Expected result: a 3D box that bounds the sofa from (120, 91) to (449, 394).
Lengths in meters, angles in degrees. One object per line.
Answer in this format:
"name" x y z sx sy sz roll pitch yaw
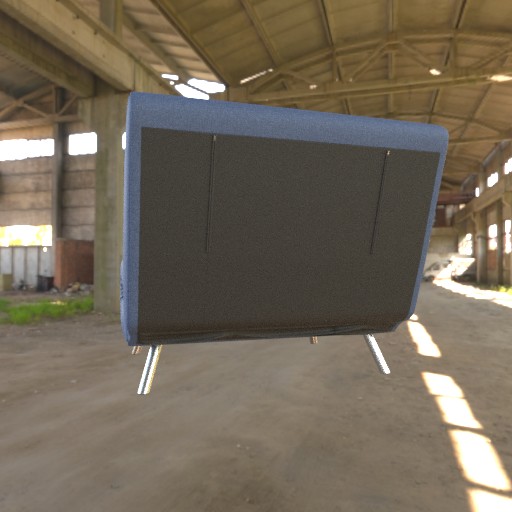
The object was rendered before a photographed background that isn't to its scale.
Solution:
"sofa" 0.000 0.000 1.713 0.999 0.860 0.996 0 -1 -17
